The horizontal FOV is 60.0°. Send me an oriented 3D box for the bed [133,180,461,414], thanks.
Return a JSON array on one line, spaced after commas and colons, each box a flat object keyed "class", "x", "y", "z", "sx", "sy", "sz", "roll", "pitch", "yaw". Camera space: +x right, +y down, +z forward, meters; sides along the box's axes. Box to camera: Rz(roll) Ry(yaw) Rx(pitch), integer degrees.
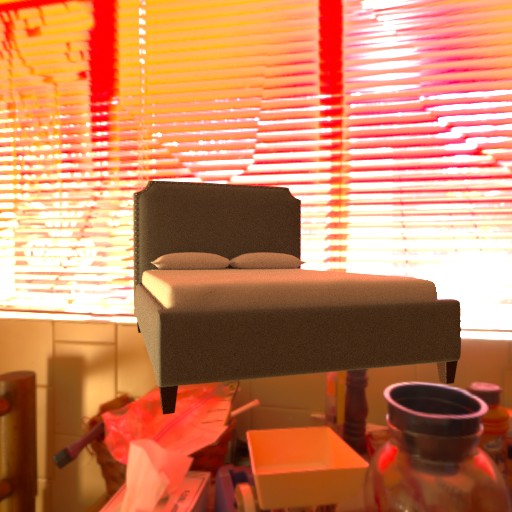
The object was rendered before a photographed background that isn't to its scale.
[{"class": "bed", "x": 0.000, "y": 0.000, "z": 3.361, "sx": 1.712, "sy": 1.443, "sz": 2.372, "roll": 0, "pitch": 0, "yaw": -18}]
